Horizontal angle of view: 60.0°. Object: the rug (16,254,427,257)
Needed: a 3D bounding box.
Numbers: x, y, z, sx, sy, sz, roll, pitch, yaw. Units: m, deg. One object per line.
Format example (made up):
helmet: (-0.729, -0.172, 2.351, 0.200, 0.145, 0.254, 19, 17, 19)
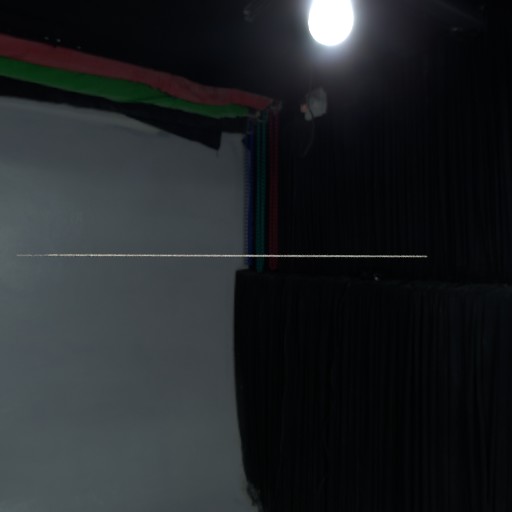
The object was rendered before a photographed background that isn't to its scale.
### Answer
rug: (0.000, 0.000, 2.639, 2.443, 0.009, 0.706, 0, 0, -37)
